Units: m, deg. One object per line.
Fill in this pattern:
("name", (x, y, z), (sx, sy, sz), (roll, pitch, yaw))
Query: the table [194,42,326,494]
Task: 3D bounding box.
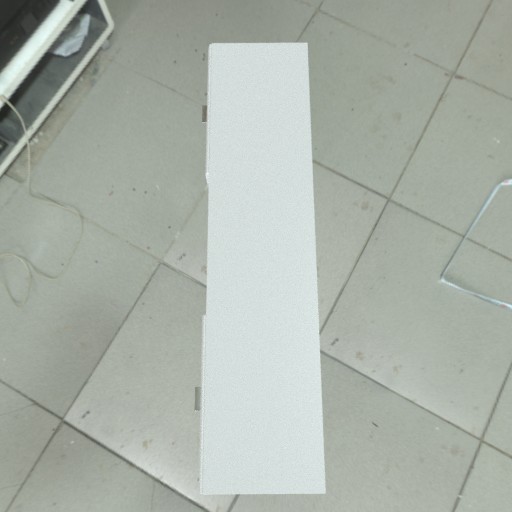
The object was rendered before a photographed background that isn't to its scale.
("table", (0.000, 0.000, 1.702), (0.400, 0.440, 1.550), (0, 76, 0))
